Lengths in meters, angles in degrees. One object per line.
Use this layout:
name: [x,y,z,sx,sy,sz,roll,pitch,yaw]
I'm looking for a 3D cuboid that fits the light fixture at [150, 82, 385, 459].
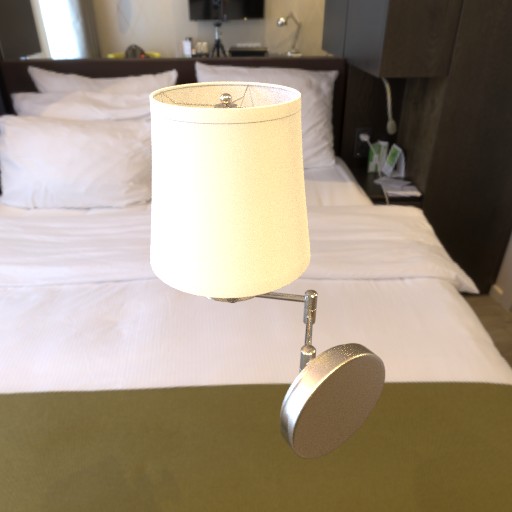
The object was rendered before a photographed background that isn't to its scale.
light fixture: [0.000,0.000,0.570,0.223,0.381,0.348,-19,35,-29]
